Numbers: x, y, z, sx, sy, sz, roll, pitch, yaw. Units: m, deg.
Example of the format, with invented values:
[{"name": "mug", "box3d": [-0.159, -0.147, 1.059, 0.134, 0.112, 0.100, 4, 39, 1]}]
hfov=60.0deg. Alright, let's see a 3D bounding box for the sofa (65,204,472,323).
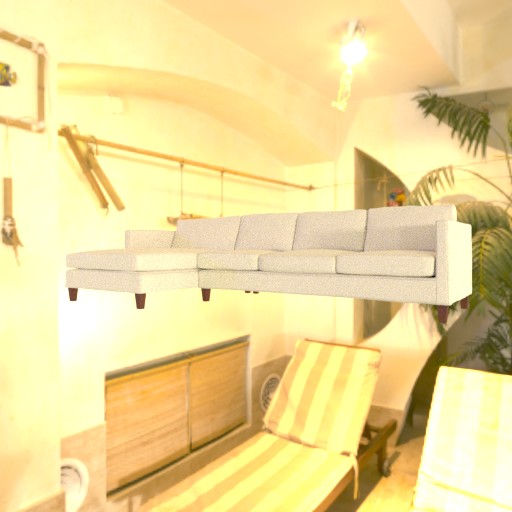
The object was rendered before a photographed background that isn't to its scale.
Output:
[{"name": "sofa", "box3d": [0.000, 0.000, 3.842, 3.186, 0.846, 1.625, 1, 1, 34]}]
